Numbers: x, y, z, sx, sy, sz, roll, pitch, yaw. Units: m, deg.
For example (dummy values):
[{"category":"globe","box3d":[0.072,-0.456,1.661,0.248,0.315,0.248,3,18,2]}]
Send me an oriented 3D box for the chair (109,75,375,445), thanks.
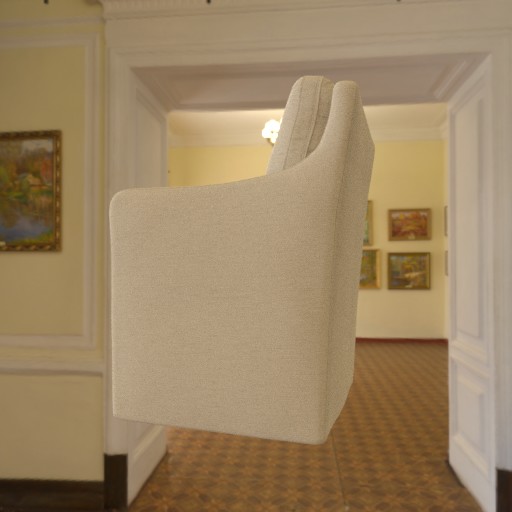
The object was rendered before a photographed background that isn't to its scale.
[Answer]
[{"category":"chair","box3d":[0.000,0.000,1.398,0.694,0.914,0.626,0,-1,19]}]
